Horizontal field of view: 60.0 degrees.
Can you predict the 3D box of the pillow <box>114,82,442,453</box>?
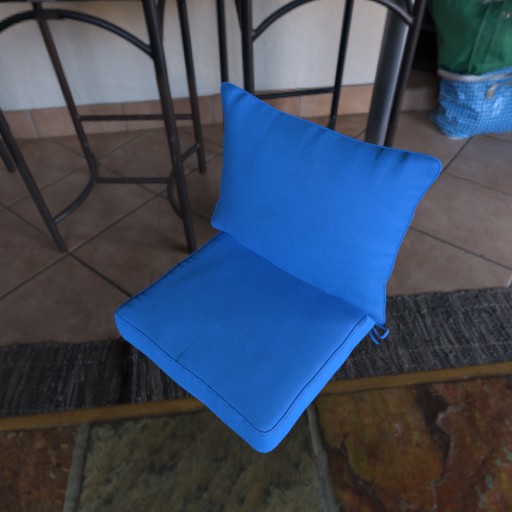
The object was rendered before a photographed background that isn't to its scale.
[{"bbox_3d":[0.000,0.000,1.386,0.798,0.725,0.733,30,52,27],"label":"pillow"}]
